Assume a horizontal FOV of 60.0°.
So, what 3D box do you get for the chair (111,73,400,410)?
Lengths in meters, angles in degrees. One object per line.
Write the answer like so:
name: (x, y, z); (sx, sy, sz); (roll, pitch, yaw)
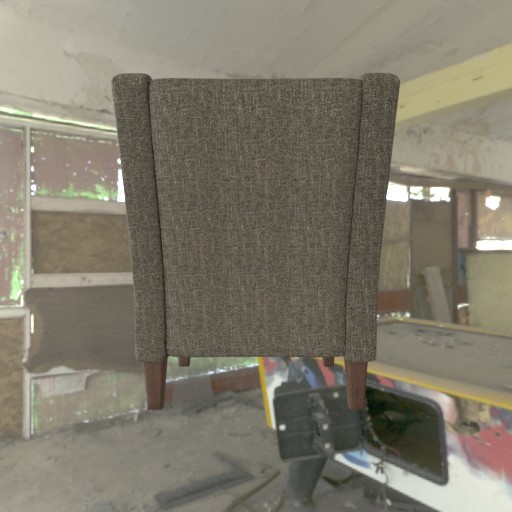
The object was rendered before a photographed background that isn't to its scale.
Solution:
chair: (0.000, 0.000, 1.653); (0.793, 1.012, 0.944); (0, 0, 0)
